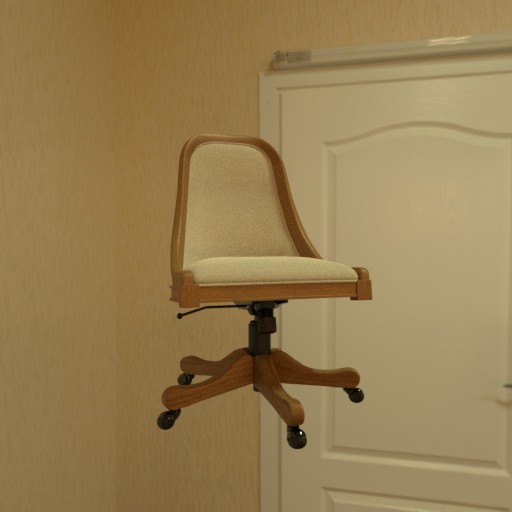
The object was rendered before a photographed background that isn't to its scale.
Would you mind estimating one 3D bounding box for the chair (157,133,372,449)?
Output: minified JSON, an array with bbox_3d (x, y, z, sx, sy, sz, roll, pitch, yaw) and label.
[{"bbox_3d":[0.000,0.000,1.536,0.702,1.009,0.811,-1,2,-17],"label":"chair"}]
